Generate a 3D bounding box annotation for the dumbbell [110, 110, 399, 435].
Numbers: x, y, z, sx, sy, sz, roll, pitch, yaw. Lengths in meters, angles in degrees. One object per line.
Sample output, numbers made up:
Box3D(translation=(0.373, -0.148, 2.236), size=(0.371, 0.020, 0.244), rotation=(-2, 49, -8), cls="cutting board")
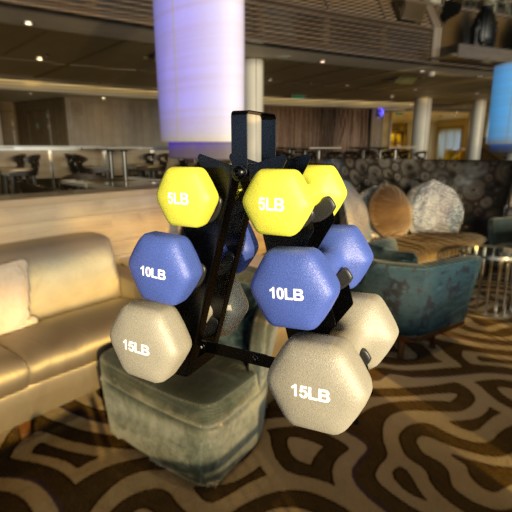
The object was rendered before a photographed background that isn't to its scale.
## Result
Box3D(translation=(0.000, 0.000, 0.689), size=(0.416, 0.426, 0.261), rotation=(7, 15, 27), cls="dumbbell")
